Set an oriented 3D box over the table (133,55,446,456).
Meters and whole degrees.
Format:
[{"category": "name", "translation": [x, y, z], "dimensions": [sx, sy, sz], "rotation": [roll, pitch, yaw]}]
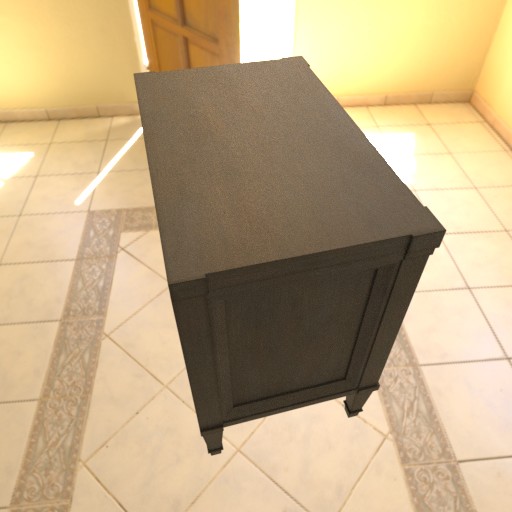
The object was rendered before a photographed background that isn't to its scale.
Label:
[{"category": "table", "translation": [0.000, 0.000, 1.074], "dimensions": [0.413, 0.660, 0.660], "rotation": [-11, 47, -10]}]
